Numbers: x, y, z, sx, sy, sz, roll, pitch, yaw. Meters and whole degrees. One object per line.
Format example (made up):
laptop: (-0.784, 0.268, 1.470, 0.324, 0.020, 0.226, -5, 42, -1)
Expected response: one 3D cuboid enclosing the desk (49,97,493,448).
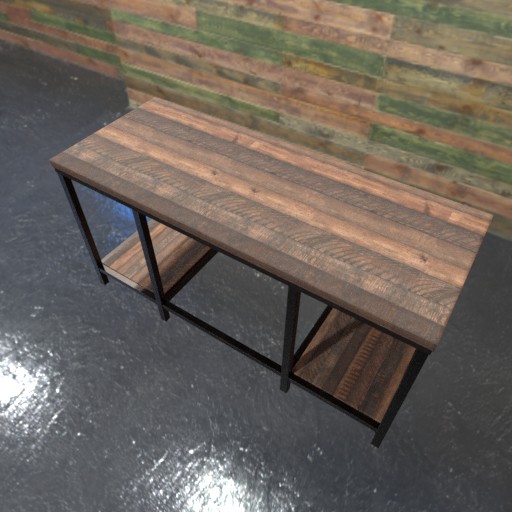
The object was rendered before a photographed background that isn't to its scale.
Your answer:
desk: (0.000, 0.000, 1.902, 1.538, 0.753, 0.617, 25, 52, 22)
